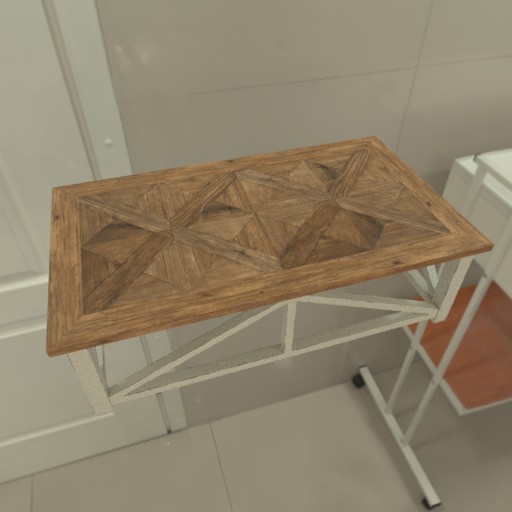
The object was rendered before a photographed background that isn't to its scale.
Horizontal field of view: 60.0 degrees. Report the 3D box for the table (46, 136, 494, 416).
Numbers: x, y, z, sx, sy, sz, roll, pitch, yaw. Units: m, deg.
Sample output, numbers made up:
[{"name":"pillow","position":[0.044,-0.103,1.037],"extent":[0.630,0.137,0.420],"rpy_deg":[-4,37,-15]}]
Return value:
[{"name":"table","position":[0.000,0.000,1.727],"extent":[1.400,0.410,0.800],"rpy_deg":[-12,44,-13]}]
